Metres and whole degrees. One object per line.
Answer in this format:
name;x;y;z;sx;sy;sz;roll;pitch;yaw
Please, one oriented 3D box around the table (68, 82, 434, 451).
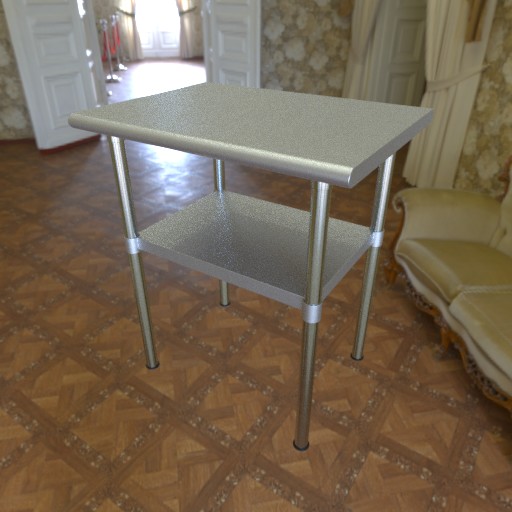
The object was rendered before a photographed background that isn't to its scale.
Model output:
table;0.000;0.000;1.374;0.762;0.876;0.584;18;35;28
